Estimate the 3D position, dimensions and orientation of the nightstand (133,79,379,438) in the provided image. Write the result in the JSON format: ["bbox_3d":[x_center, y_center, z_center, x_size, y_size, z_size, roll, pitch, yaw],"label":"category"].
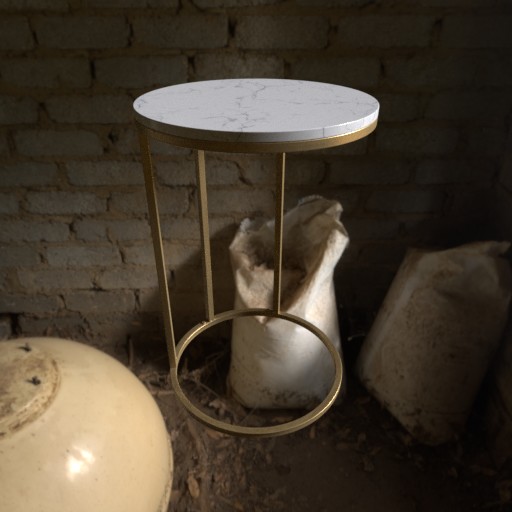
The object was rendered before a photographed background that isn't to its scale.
[{"bbox_3d":[0.000,0.000,0.896,0.400,0.610,0.400,-22,38,-33],"label":"nightstand"}]
